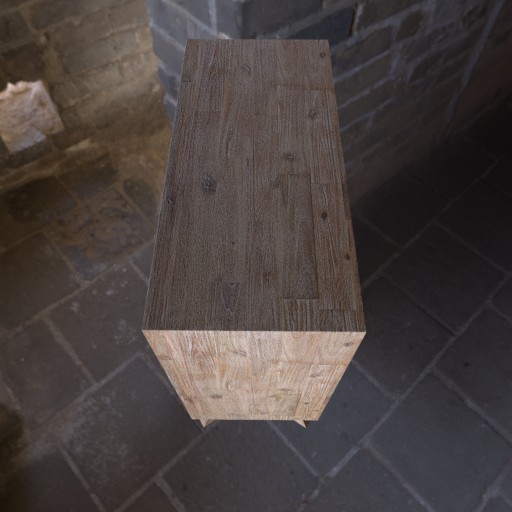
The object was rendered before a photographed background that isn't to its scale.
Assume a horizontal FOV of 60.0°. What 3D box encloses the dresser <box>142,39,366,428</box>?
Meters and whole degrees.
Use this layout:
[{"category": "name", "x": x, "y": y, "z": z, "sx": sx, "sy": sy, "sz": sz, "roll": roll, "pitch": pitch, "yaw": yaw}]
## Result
[{"category": "dresser", "x": 0.000, "y": 0.000, "z": 1.595, "sx": 0.455, "sy": 1.029, "sz": 0.998, "roll": 0, "pitch": 58, "yaw": 0}]
